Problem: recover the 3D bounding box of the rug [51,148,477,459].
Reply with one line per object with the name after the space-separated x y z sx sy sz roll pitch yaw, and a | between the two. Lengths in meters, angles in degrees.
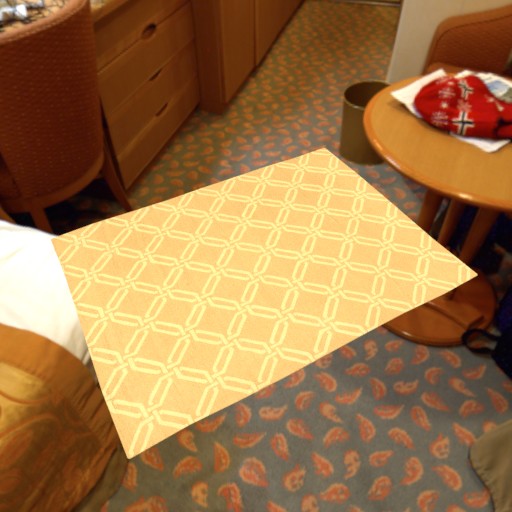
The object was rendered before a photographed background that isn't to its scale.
0.000 0.000 4.257 3.365 0.020 2.452 -22 50 -20 | rug
